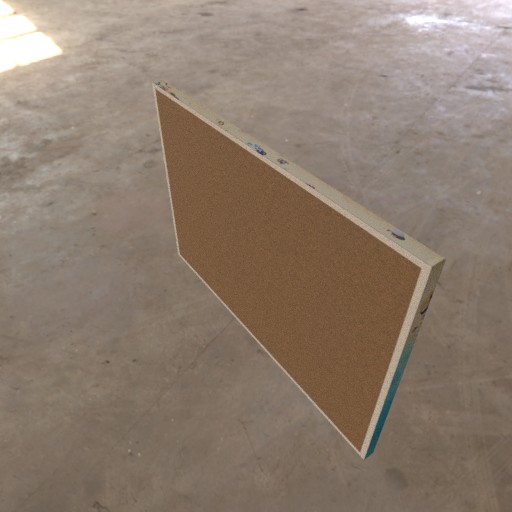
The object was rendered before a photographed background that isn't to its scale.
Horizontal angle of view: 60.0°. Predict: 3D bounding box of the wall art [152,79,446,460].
[{"bbox_3d":[0.000,0.000,1.402,0.040,0.769,1.136,-25,47,-26],"label":"wall art"}]
